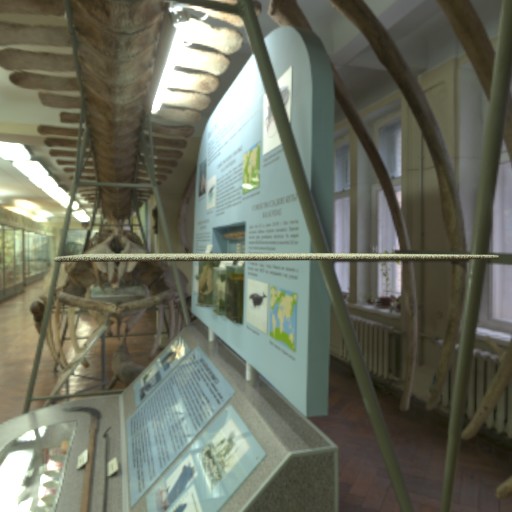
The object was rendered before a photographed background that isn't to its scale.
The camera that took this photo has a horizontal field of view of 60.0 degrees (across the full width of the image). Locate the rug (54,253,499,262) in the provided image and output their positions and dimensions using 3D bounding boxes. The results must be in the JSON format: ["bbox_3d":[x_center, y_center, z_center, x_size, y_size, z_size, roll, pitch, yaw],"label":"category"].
[{"bbox_3d":[0.000,0.000,3.993,3.047,0.029,2.438,0,1,-17],"label":"rug"}]
